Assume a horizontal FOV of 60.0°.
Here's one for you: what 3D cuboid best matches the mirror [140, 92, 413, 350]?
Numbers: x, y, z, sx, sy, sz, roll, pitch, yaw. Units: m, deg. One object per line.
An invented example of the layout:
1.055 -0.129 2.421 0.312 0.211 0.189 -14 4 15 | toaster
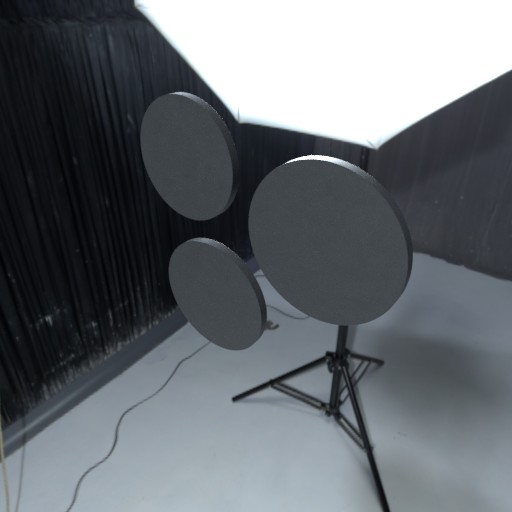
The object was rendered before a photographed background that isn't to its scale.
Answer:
0.000 0.000 3.195 2.160 2.096 0.076 21 37 31 | mirror
